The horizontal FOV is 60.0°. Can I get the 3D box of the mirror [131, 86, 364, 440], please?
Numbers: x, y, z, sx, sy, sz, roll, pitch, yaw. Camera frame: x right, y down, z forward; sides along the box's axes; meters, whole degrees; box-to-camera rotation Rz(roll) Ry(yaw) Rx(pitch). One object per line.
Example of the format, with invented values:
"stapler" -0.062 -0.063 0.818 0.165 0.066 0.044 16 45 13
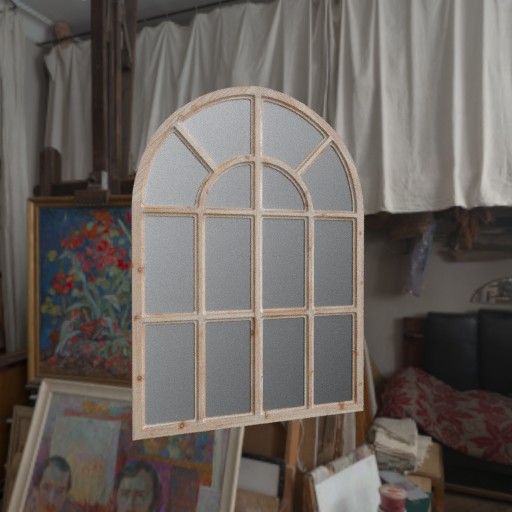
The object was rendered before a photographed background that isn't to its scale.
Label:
"mirror" 0.000 0.000 1.222 0.660 0.920 0.032 0 1 -18
